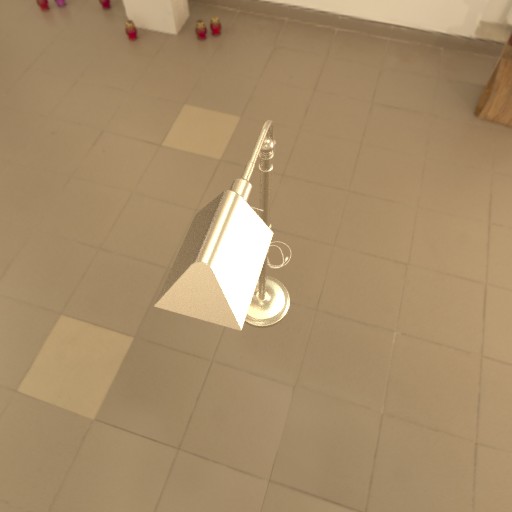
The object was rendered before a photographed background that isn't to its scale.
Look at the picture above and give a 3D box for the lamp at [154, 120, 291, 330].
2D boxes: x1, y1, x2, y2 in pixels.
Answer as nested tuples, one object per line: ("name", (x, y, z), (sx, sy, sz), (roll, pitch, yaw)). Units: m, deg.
("lamp", (0.000, 0.000, 0.947), (0.159, 0.708, 0.546), (15, 60, 9))
